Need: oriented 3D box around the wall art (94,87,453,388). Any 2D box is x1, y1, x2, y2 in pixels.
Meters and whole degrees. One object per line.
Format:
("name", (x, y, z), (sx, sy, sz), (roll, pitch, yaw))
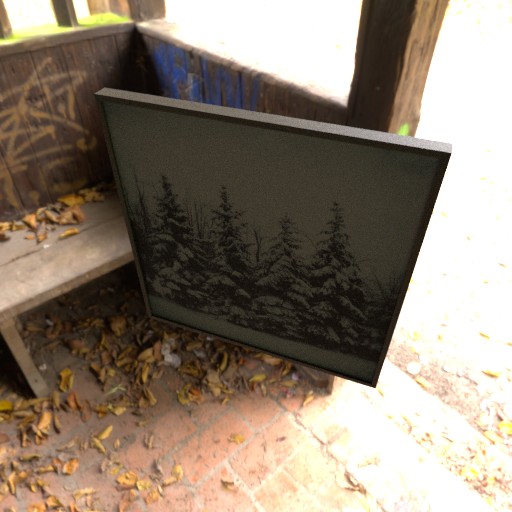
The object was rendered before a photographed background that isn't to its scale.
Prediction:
("wall art", (0.000, 0.000, 1.151), (0.758, 0.758, 0.039), (14, 43, 15))
